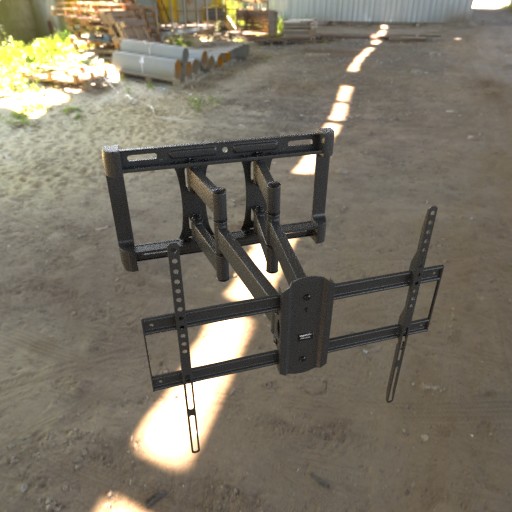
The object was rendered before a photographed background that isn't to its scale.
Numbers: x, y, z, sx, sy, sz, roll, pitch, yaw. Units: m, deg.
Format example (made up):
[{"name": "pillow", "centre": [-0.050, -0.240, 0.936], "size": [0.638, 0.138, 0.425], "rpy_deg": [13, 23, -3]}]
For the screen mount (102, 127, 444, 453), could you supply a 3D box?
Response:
[{"name": "screen mount", "centre": [0.000, 0.000, 0.943], "size": [0.571, 0.424, 0.556], "rpy_deg": [-9, 32, -14]}]
